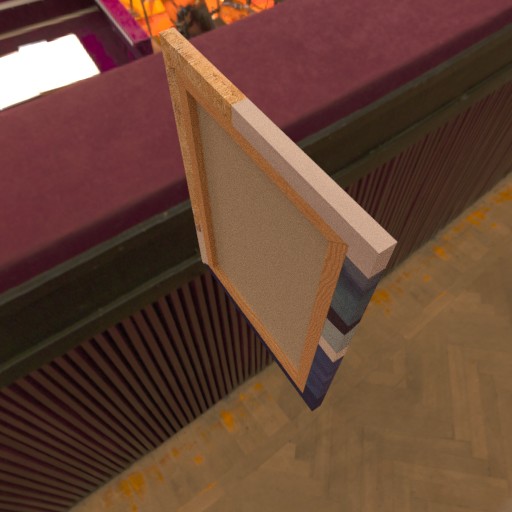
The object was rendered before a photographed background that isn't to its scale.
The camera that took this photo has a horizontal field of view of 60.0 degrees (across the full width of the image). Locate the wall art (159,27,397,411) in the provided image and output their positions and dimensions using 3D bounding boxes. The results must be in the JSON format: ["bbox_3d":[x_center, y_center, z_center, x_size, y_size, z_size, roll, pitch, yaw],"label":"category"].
[{"bbox_3d":[0.000,0.000,0.792,0.026,0.613,0.458,-30,62,-18],"label":"wall art"}]
